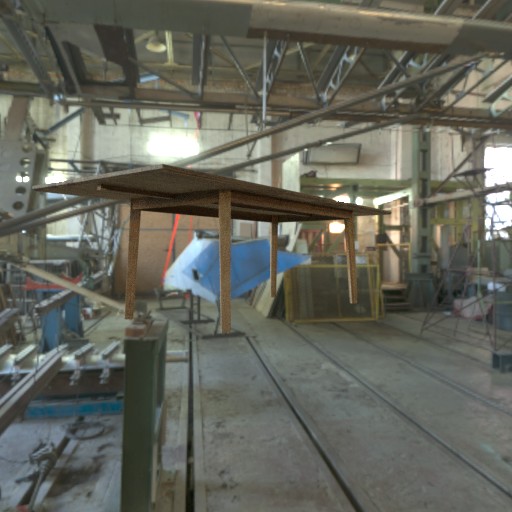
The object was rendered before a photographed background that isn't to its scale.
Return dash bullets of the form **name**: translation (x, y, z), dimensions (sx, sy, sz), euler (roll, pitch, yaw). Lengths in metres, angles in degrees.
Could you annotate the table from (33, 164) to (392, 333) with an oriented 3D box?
- **table**: translation (0.000, 0.000, 3.084), dimensions (1.000, 0.752, 2.603), euler (0, 1, 36)
